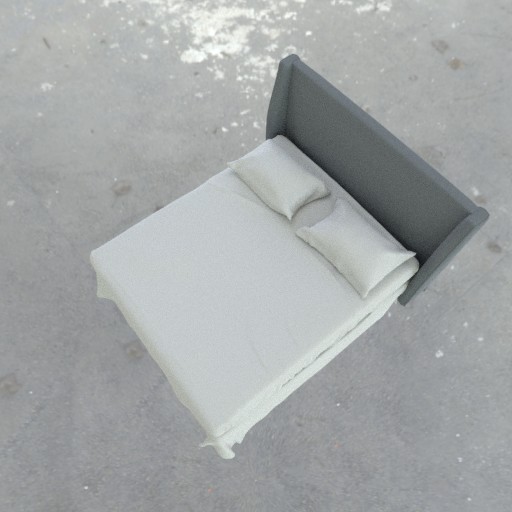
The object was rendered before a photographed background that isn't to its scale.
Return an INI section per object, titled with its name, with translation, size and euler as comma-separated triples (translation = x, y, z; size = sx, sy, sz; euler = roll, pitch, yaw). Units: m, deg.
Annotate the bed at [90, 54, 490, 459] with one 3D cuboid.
[bed]
translation = 0.000, 0.000, 3.359
size = 2.276, 1.332, 1.925
euler = -35, 68, -16
